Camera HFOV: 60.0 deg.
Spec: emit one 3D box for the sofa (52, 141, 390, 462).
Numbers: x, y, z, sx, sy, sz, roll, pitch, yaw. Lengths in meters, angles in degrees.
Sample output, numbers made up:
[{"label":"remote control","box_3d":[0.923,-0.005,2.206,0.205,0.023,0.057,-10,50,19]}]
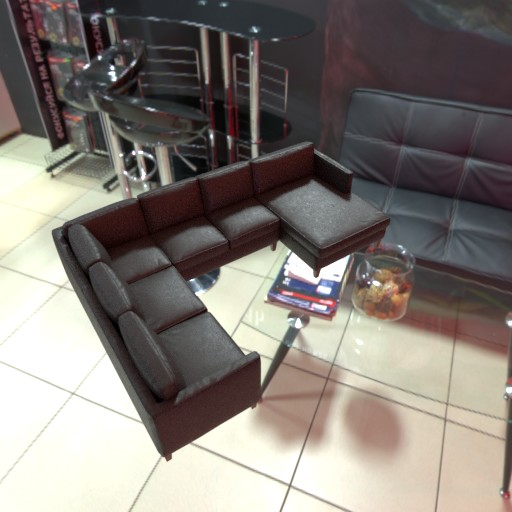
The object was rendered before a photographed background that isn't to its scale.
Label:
[{"label":"sofa","box_3d":[0.000,0.000,4.691,3.460,0.923,2.593,-24,46,-25]}]
